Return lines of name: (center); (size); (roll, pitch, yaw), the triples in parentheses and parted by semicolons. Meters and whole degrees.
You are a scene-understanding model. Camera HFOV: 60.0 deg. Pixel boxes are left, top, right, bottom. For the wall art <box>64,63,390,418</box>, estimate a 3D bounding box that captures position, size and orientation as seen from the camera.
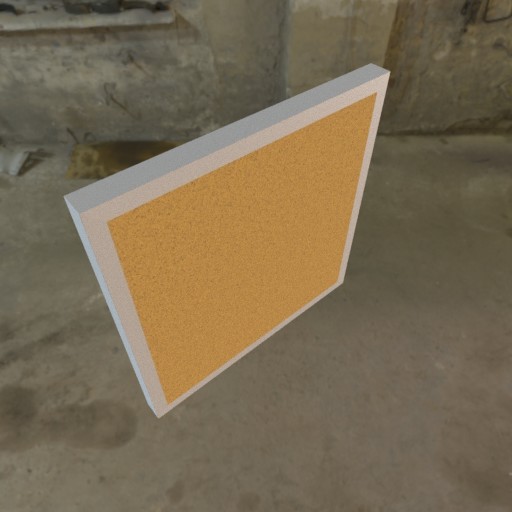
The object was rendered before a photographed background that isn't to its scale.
wall art: (0.000, 0.000, 1.937); (1.289, 1.291, 0.098); (-32, 55, -26)
